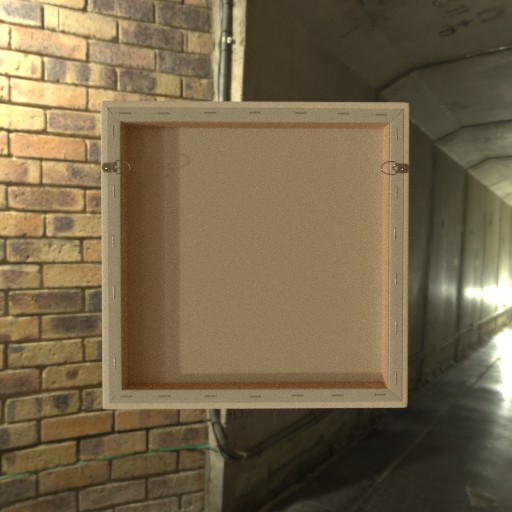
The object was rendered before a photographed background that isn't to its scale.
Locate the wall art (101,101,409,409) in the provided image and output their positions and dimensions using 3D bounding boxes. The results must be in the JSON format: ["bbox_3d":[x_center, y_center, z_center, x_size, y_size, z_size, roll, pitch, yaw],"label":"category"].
[{"bbox_3d":[0.000,0.000,0.746,0.507,0.508,0.038,0,1,-1],"label":"wall art"}]
